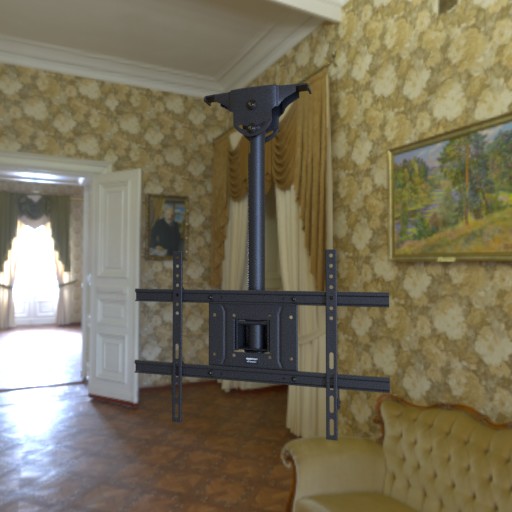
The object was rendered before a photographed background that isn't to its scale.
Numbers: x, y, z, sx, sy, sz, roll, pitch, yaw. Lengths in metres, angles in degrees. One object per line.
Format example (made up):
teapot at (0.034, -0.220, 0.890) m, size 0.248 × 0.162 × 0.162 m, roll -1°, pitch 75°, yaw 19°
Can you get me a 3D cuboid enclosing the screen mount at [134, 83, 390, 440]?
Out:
screen mount at (0.000, 0.000, 1.035) m, size 0.595 × 0.775 × 0.090 m, roll -1°, pitch -2°, yaw 18°
